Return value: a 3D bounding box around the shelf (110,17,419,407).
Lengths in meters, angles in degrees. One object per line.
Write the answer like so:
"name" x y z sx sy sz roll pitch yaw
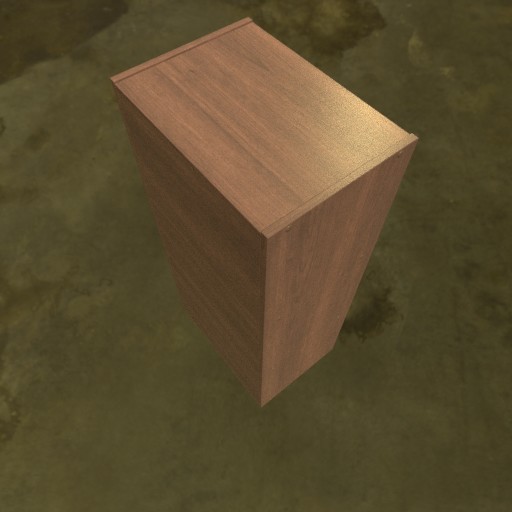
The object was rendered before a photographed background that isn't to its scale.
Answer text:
"shelf" 0.000 0.000 1.065 0.290 0.879 0.414 -34 64 -19
